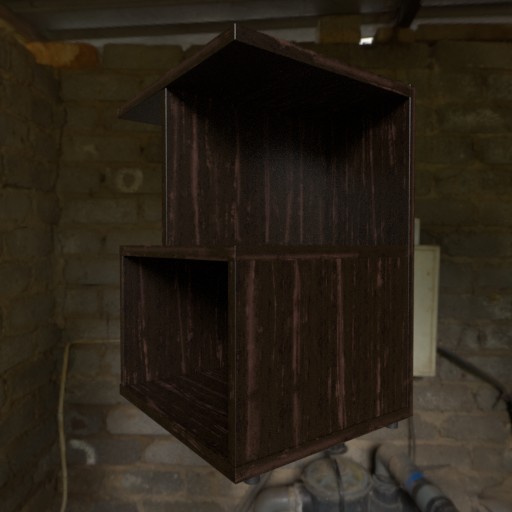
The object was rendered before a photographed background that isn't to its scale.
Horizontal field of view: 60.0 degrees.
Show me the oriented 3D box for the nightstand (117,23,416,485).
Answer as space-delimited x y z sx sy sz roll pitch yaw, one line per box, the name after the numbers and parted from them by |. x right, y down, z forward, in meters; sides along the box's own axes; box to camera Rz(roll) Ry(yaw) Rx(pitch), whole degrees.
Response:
0.000 0.000 0.787 0.356 0.559 0.400 -1 2 -36 | nightstand
